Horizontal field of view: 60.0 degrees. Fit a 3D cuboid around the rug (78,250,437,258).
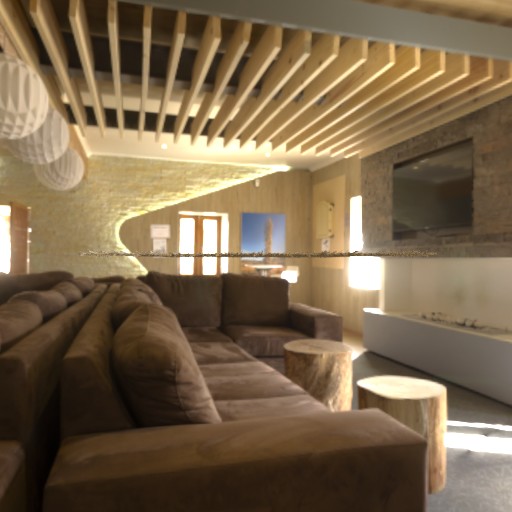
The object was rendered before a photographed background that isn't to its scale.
[{"bbox_3d":[0.000,0.000,2.492,1.224,0.028,2.023,0,0,0],"label":"rug"}]
